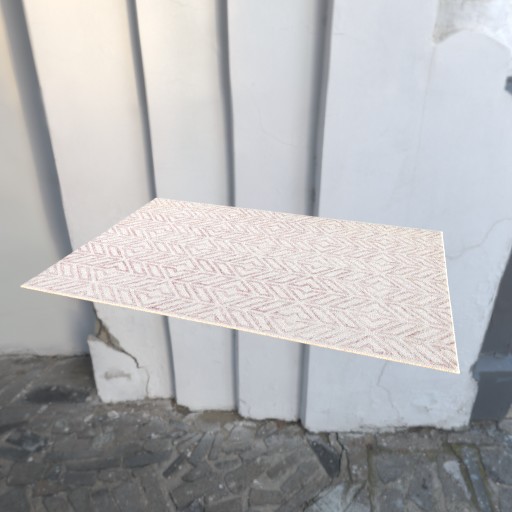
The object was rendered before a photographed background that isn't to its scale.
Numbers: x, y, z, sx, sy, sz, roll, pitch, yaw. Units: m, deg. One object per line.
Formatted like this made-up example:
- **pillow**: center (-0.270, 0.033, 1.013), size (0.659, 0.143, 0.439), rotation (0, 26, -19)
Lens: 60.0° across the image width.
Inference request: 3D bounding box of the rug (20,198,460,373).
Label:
- **rug**: center (0.000, 0.000, 2.251), size (1.828, 0.007, 1.220), rotation (8, 28, 16)
